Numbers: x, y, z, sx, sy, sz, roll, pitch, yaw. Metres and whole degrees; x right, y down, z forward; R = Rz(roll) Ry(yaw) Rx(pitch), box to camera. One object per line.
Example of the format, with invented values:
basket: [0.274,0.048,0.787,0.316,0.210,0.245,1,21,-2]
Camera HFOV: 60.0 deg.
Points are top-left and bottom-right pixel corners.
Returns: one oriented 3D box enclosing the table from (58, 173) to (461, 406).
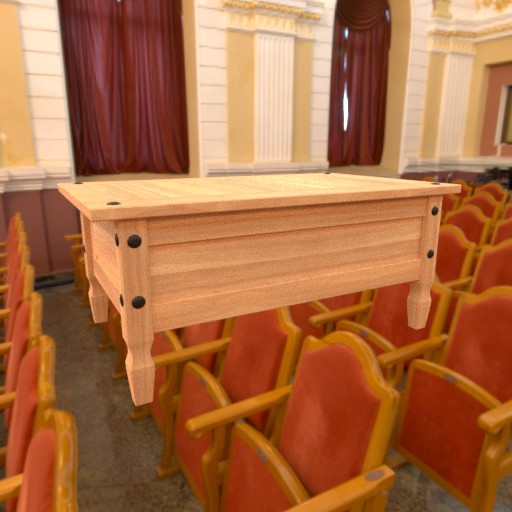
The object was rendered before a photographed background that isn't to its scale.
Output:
table: [0.000,0.000,1.331,1.000,0.437,0.600,-8,16,-28]
